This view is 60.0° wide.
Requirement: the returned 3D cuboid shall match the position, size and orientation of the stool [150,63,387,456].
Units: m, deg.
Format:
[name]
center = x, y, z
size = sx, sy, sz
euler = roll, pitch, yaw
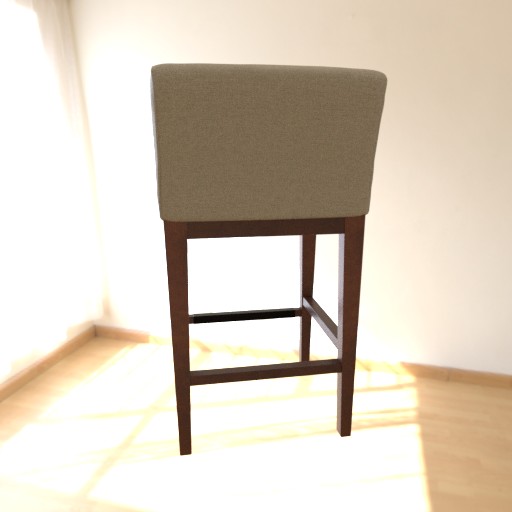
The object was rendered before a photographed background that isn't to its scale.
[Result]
[stool]
center = 0.000, 0.000, 1.244
size = 0.511, 0.937, 0.500
euler = -2, 15, -10
